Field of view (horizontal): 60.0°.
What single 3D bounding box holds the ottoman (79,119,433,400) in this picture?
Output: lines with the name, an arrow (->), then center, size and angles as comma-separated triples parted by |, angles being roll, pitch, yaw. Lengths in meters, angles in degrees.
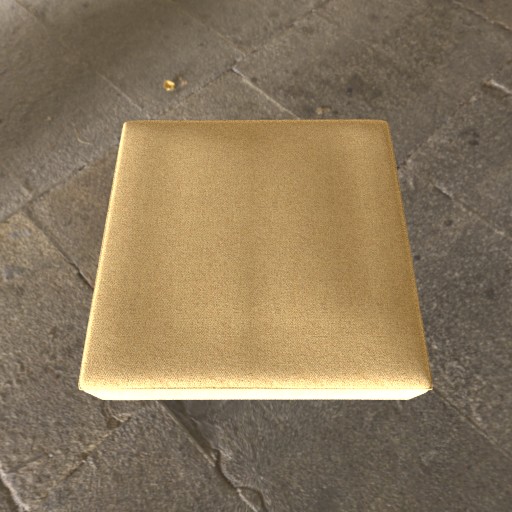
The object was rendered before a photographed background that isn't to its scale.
ottoman -> 0.000, 0.000, 1.549 | 0.981, 0.378, 0.970 | 0, 64, 0
